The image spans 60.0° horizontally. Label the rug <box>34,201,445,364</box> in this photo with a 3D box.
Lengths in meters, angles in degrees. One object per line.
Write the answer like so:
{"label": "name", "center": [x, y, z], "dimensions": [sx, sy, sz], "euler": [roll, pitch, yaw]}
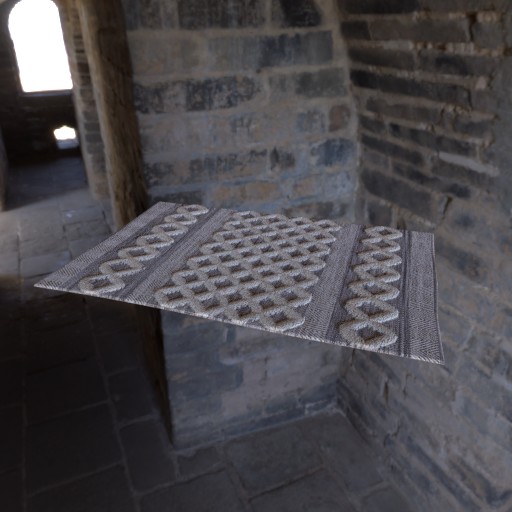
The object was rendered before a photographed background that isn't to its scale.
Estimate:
{"label": "rug", "center": [0.000, 0.000, 2.357], "dimensions": [1.823, 0.030, 1.222], "euler": [8, 28, 16]}
